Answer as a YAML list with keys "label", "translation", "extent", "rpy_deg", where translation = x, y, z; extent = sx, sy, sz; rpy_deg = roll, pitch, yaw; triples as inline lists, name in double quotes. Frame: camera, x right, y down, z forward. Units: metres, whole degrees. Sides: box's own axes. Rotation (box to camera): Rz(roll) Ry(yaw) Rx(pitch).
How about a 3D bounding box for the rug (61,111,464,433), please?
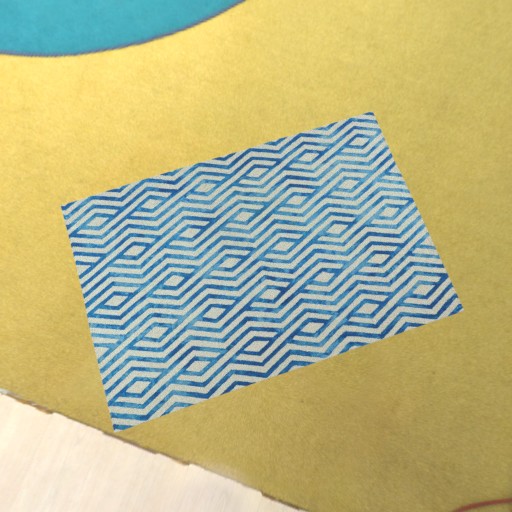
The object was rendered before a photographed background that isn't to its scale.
- label: "rug"
  translation: [0.000, 0.000, 2.335]
  extent: [1.830, 0.008, 1.225]
  rpy_deg: [-18, 76, -5]
